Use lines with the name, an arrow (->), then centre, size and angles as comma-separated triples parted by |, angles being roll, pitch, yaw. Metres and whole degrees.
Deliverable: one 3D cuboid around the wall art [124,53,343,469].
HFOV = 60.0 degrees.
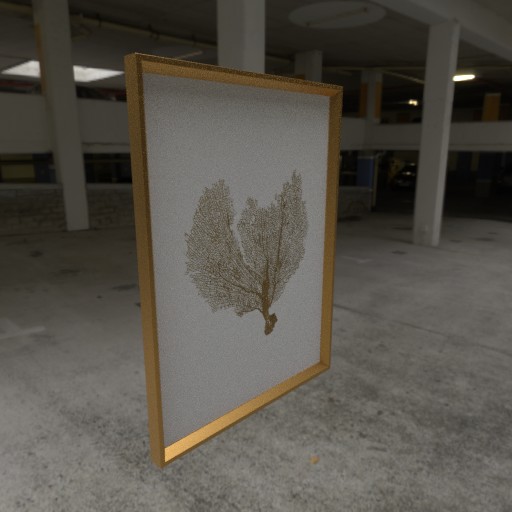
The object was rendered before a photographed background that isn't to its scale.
wall art -> 0.000, 0.000, 1.060 | 0.038, 0.812, 0.610 | 13, 19, 43
